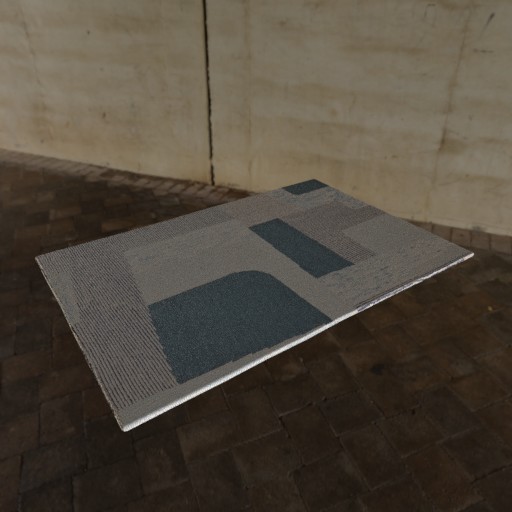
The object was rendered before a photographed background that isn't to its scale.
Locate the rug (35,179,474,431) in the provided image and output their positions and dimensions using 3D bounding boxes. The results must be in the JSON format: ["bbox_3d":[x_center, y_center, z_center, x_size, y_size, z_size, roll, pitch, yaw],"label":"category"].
[{"bbox_3d":[0.000,0.000,2.241,1.847,0.020,1.238,-20,37,-29],"label":"rug"}]
